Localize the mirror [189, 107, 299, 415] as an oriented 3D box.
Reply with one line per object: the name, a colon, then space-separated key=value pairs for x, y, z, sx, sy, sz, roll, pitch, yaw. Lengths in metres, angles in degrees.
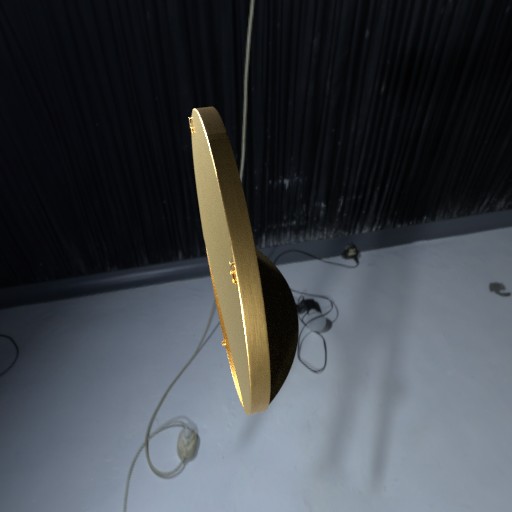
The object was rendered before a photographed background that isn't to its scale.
mirror: x=0.000 y=0.000 z=0.699 sx=0.133 sy=0.457 sz=0.457 roll=-10 pitch=46 yaw=-10
